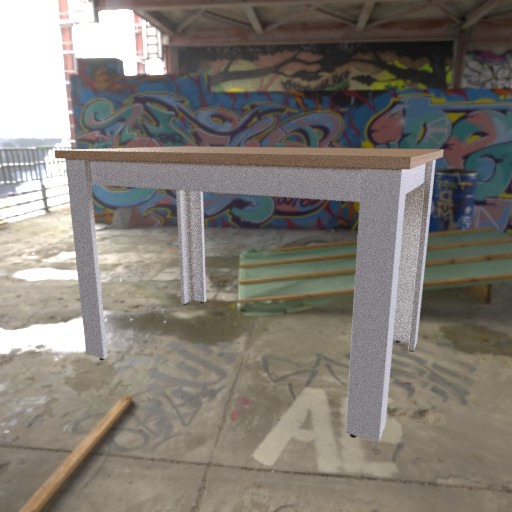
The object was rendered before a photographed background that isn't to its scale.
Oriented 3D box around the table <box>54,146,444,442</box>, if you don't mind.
[{"bbox_3d":[0.000,0.000,1.573,1.100,0.734,0.700,8,17,26],"label":"table"}]
